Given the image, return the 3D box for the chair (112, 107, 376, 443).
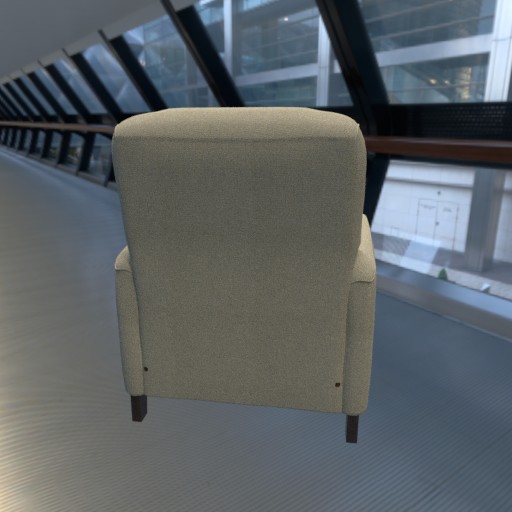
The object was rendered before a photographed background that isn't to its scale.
[{"bbox_3d":[0.000,0.000,1.633,0.850,1.006,0.853,2,16,8],"label":"chair"}]
